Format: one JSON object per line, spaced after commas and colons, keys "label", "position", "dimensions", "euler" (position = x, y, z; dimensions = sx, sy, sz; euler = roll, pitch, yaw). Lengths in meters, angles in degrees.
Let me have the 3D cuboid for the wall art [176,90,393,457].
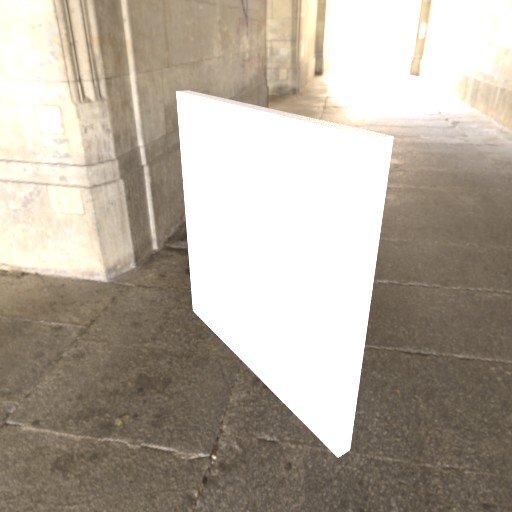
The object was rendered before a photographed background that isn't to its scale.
{"label": "wall art", "position": [0.000, 0.000, 1.187], "dimensions": [0.040, 0.762, 0.762], "euler": [-17, 32, -30]}
